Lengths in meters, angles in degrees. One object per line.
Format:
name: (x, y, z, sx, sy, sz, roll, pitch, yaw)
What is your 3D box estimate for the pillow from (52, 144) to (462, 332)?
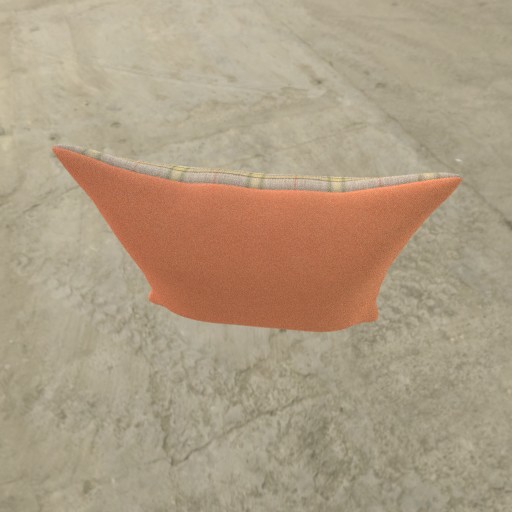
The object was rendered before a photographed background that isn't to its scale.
pillow: (0.000, 0.000, 0.679, 0.453, 0.430, 0.200, 5, 47, 5)
